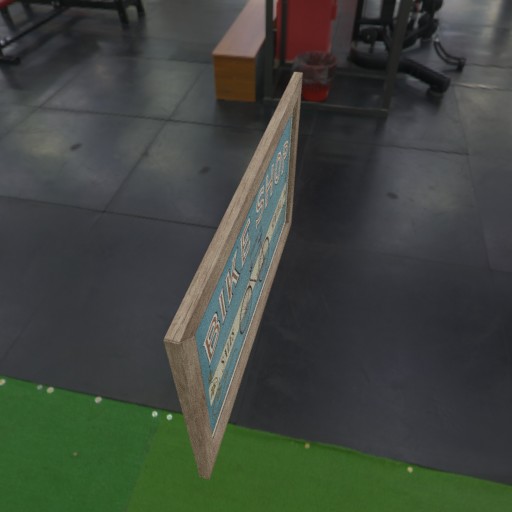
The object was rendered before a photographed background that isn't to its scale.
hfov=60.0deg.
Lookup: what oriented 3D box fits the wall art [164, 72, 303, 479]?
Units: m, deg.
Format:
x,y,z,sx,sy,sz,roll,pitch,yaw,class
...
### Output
x,y,z,sx,sy,sz,roll,pitch,yaw,class
0.000,0.000,0.962,0.021,0.480,0.780,11,47,10,wall art
